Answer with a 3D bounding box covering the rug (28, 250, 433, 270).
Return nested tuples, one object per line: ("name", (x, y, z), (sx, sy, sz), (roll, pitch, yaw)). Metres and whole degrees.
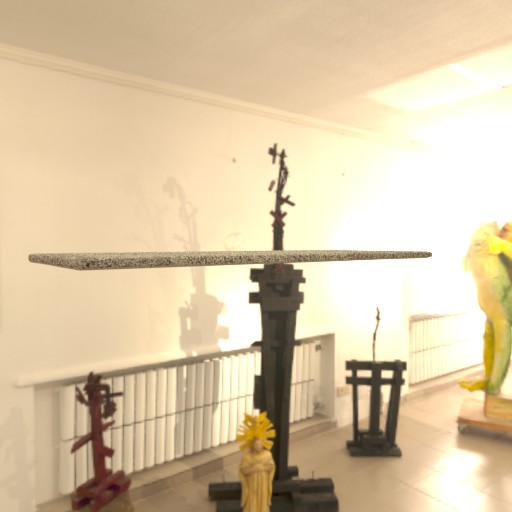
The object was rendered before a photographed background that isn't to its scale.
("rug", (0.000, 0.000, 1.751), (1.524, 0.030, 0.609), (-1, 2, -37))
